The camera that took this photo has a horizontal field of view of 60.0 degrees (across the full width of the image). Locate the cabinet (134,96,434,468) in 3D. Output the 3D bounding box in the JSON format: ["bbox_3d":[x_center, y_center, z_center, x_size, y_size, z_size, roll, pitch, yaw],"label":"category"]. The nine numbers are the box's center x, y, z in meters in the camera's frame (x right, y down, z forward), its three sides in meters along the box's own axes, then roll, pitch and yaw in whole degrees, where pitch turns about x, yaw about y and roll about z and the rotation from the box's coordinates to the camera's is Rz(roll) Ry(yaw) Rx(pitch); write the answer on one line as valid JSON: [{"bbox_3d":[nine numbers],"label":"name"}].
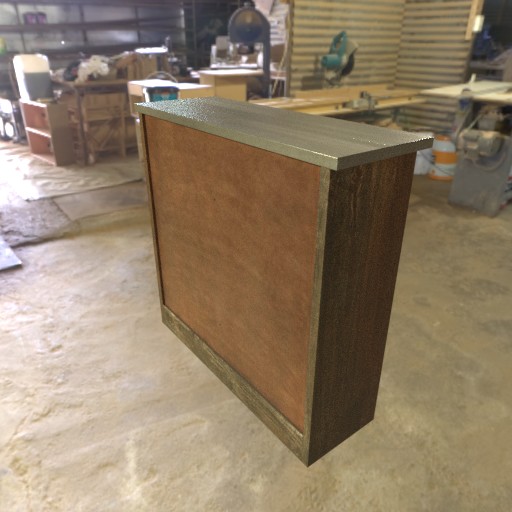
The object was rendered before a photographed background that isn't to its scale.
[{"bbox_3d":[0.000,0.000,1.513,0.338,0.919,0.968,-19,32,-33],"label":"cabinet"}]
